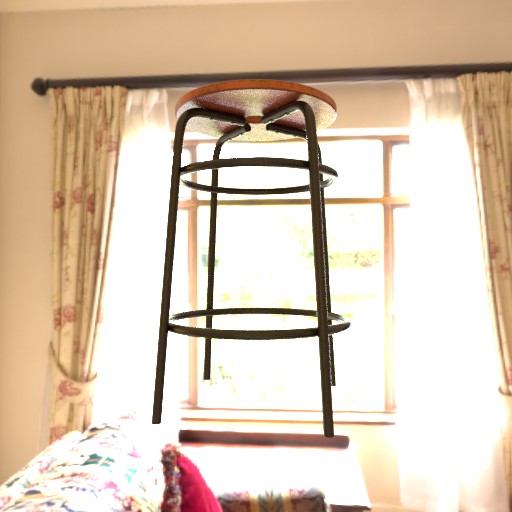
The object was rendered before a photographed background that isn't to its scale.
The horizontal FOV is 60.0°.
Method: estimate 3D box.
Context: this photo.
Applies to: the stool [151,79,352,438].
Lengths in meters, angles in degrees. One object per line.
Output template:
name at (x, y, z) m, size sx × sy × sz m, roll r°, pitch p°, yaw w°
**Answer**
stool at (0.000, 0.000, 0.931) m, size 0.455 × 0.610 × 0.455 m, roll 1°, pitch -1°, yaw -34°
